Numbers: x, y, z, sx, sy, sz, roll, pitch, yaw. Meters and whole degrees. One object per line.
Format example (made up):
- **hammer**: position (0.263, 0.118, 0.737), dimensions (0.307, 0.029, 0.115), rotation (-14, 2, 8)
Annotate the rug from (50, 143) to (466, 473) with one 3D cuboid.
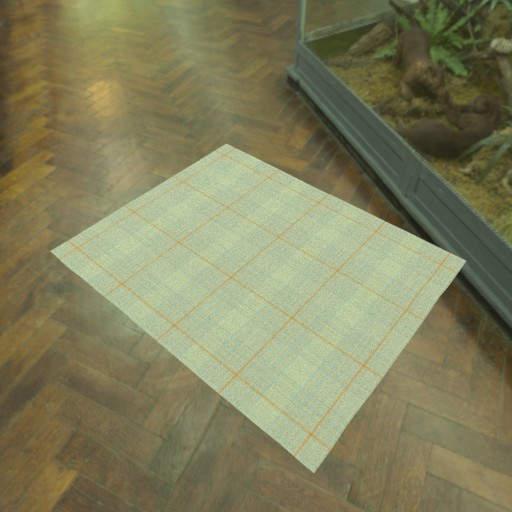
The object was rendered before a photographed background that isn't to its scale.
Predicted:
- **rug**: position (0.000, 0.000, 4.151), dimensions (3.051, 0.021, 2.448), rotation (32, 54, 27)
